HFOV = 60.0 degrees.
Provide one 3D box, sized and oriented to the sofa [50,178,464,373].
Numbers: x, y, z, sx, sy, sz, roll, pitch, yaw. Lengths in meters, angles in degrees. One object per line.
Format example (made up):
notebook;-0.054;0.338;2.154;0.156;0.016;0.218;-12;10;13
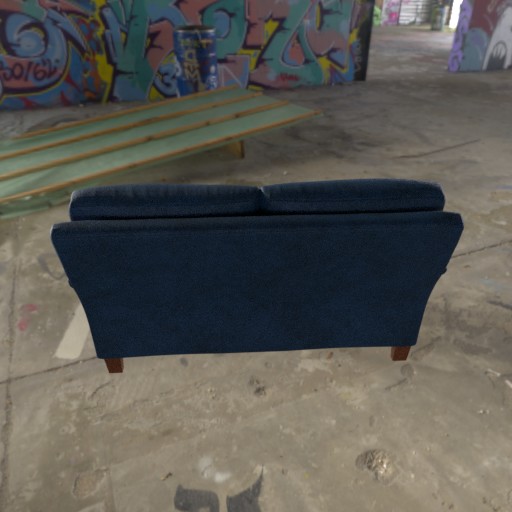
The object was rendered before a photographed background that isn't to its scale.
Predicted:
sofa;0.000;0.000;2.556;1.853;1.101;1.084;-2;31;-3
